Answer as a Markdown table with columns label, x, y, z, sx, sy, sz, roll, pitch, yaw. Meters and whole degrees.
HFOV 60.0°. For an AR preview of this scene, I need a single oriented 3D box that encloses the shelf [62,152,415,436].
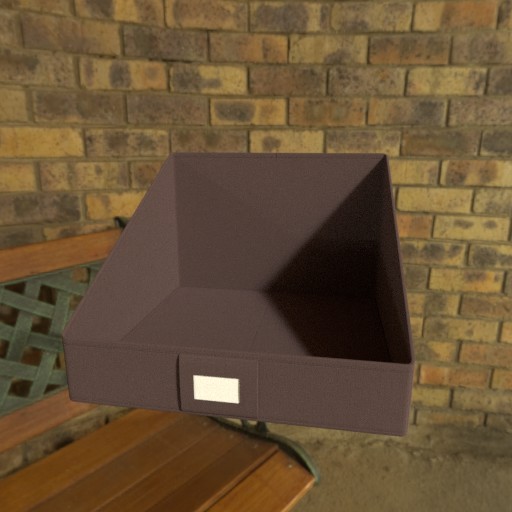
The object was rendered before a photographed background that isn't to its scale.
| label | x | y | z | sx | sy | sz | roll | pitch | yaw |
| --- | --- | --- | --- | --- | --- | --- | --- | --- | --- |
| shelf | 0.000 | 0.000 | 0.479 | 0.292 | 0.210 | 0.292 | 3 | 15 | 10 |
